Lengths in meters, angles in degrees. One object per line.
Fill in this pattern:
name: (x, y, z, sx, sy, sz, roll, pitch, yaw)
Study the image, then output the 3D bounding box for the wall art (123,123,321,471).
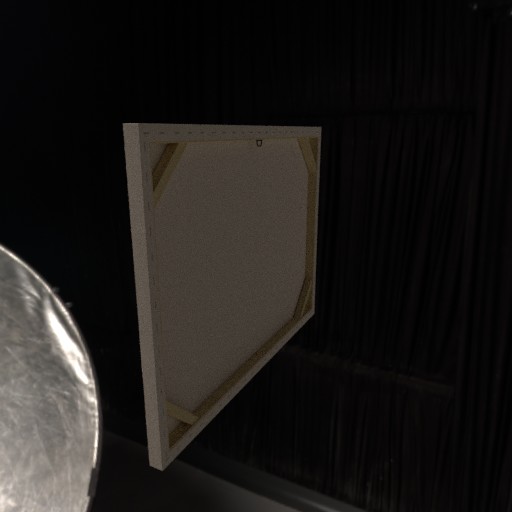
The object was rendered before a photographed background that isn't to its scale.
wall art: (0.000, 0.000, 1.354, 0.038, 0.762, 1.016, 8, 18, 26)
